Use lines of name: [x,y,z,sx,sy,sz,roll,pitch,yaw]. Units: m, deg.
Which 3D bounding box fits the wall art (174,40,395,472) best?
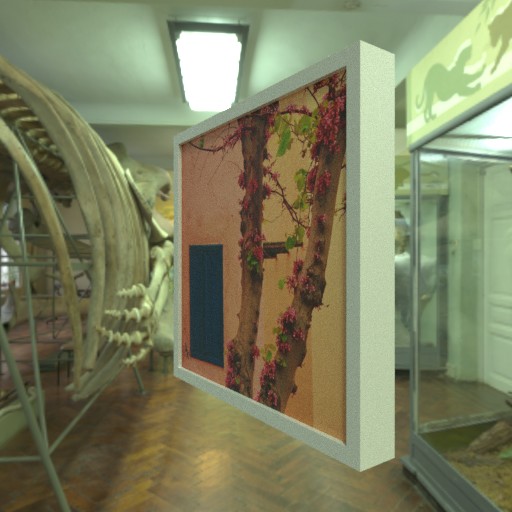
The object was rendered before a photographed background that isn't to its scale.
wall art: [0.000,0.000,0.444,0.038,0.302,0.305,0,0,-35]
